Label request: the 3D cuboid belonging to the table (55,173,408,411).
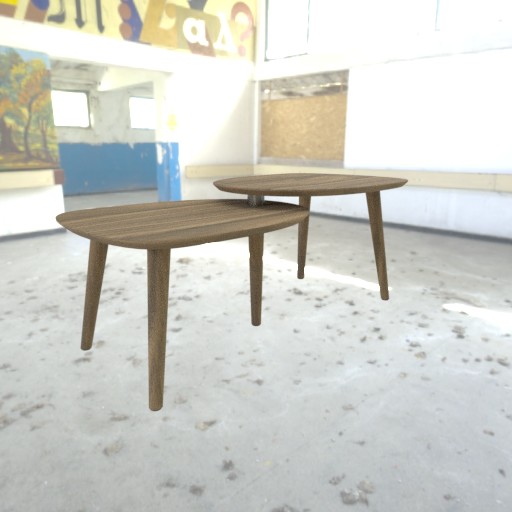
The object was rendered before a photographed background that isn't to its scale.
[{"bbox_3d":[0.000,0.000,1.341,1.084,0.429,0.527,-14,20,-43],"label":"table"}]
